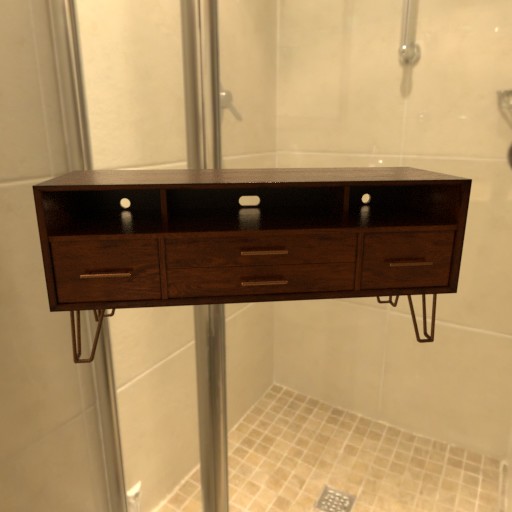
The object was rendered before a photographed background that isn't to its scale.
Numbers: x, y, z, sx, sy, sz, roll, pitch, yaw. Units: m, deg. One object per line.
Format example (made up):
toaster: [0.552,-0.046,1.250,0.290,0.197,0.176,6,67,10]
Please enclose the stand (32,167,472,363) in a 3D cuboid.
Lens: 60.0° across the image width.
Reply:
stand: [0.000,0.000,1.678,1.372,0.610,0.481,-2,16,-7]
